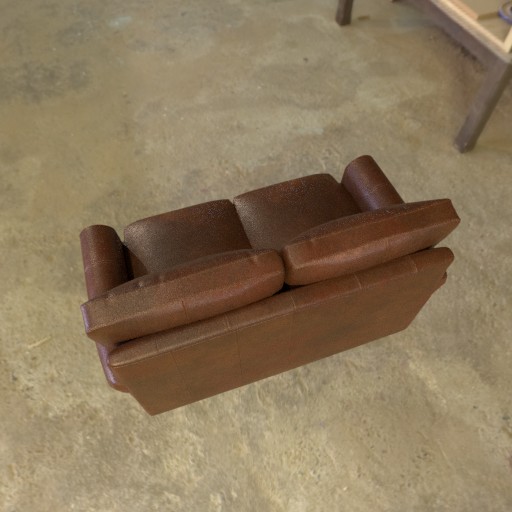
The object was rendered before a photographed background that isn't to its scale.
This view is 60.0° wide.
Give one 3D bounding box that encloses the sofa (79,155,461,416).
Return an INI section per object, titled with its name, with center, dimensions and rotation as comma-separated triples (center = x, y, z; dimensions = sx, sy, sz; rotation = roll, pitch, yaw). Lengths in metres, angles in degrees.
[sofa]
center = 0.000, 0.000, 2.215
dimensions = 1.616, 0.976, 0.990
rotation = -16, 58, -10
